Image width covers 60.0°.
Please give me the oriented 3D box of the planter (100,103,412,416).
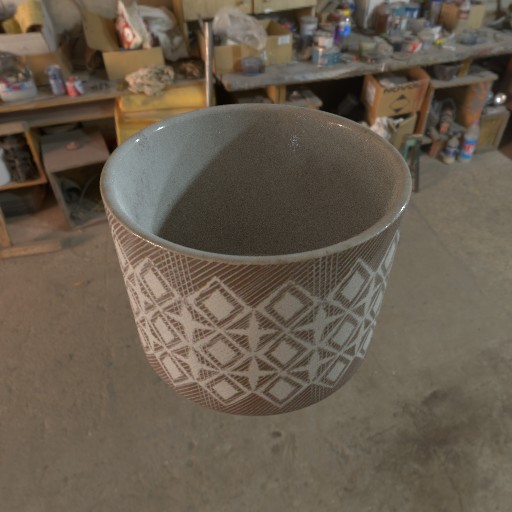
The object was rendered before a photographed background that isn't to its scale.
[{"bbox_3d":[0.000,0.000,0.219,0.126,0.104,0.126,0,41,0],"label":"planter"}]
